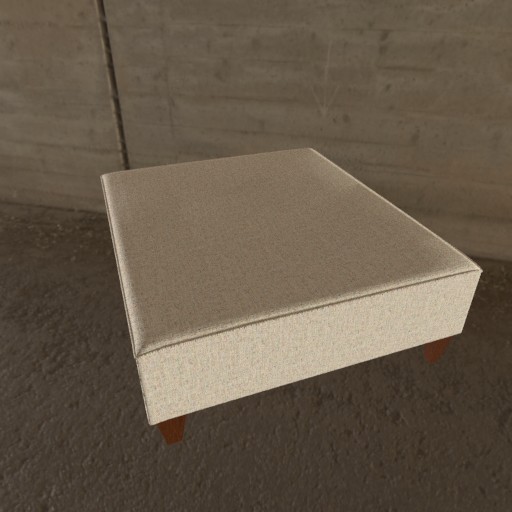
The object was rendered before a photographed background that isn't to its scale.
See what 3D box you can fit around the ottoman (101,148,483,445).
[{"bbox_3d":[0.000,0.000,1.241,0.736,0.303,0.835,-11,34,-17],"label":"ottoman"}]
